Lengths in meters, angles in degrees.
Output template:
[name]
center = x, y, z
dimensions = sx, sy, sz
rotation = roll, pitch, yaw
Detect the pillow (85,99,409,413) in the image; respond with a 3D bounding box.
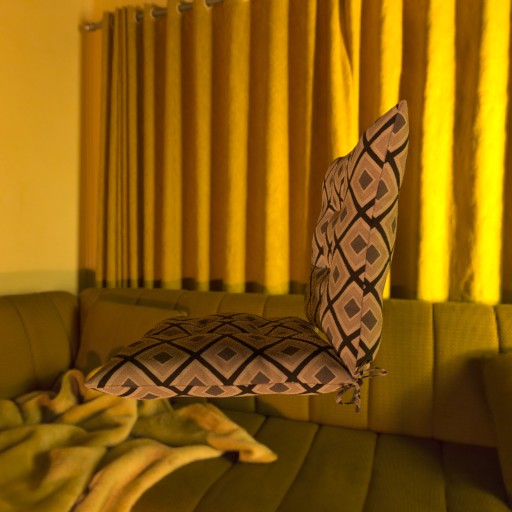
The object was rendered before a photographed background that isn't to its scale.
[pillow]
center = 0.000, 0.000, 0.995
dimensions = 0.585, 0.536, 0.541
rotation = 0, 1, -1
